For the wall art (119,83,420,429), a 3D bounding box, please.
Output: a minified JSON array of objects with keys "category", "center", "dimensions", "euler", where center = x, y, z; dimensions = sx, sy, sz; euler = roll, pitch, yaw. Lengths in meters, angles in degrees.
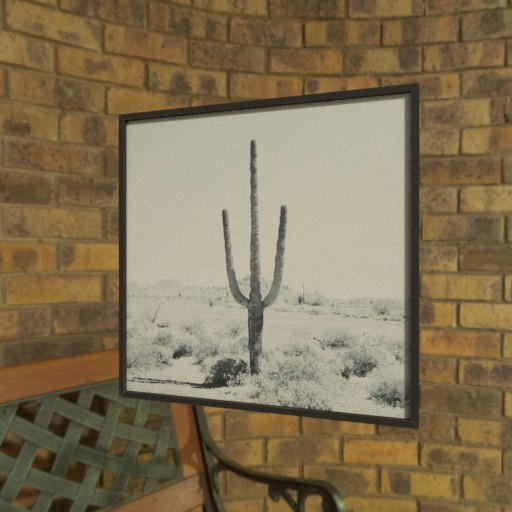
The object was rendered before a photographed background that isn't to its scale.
[{"category":"wall art","center":[0.000,0.000,1.103],"dimensions":[0.762,0.762,0.038],"euler":[0,0,17]}]
